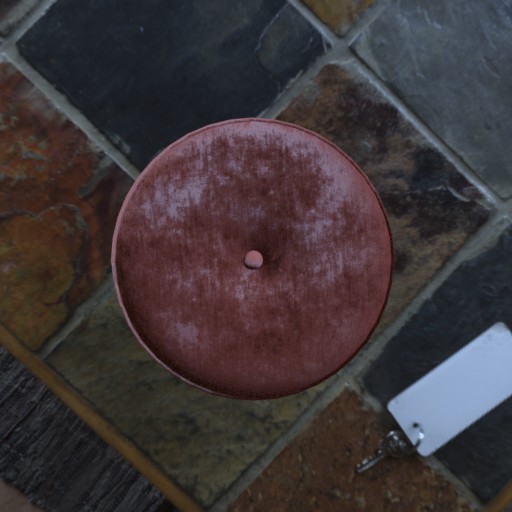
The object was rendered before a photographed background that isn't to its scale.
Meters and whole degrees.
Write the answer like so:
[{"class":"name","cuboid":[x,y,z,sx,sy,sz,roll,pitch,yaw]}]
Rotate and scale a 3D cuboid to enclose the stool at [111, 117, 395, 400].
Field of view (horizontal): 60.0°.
[{"class":"stool","cuboid":[0.000,0.000,0.917,0.421,0.593,0.457,0,91,0]}]
